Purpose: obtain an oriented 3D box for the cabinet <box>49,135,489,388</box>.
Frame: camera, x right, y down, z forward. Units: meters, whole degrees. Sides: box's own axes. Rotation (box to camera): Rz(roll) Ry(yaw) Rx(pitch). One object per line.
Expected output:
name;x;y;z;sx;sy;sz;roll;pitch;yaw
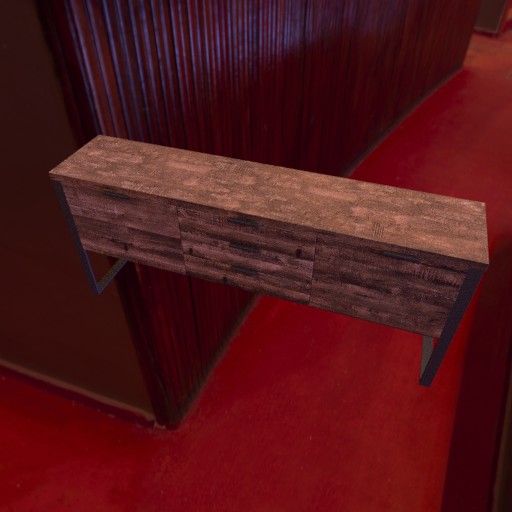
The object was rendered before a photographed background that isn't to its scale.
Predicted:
cabinet;0.000;0.000;2.106;1.800;0.762;0.395;13;43;14
